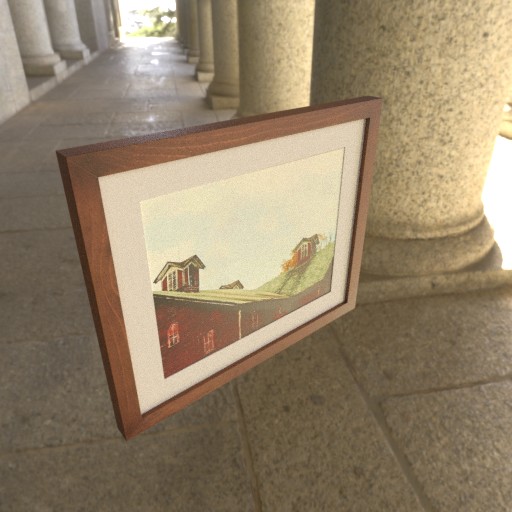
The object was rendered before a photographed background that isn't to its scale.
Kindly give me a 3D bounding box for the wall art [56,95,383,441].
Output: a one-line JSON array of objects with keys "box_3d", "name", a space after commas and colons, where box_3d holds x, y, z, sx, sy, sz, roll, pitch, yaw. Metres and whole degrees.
[{"box_3d": [0.000, 0.000, 0.754, 0.558, 0.457, 0.033, -22, 36, -34], "name": "wall art"}]
